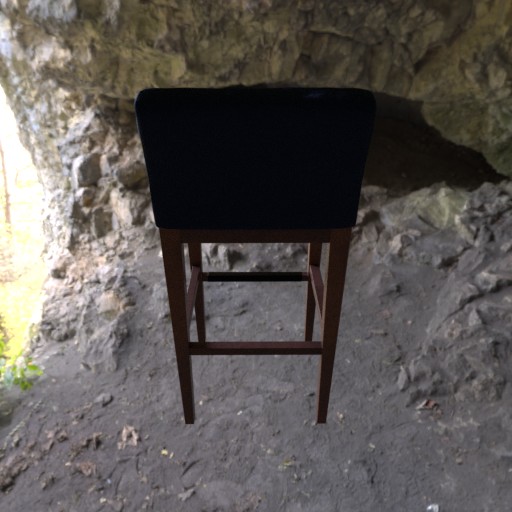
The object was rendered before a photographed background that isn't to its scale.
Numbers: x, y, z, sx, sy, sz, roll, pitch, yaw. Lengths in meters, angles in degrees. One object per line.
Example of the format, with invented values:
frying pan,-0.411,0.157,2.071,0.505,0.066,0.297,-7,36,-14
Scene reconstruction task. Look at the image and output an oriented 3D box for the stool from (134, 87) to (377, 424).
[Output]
stool,0.000,0.000,1.355,0.511,1.037,0.500,0,30,0
